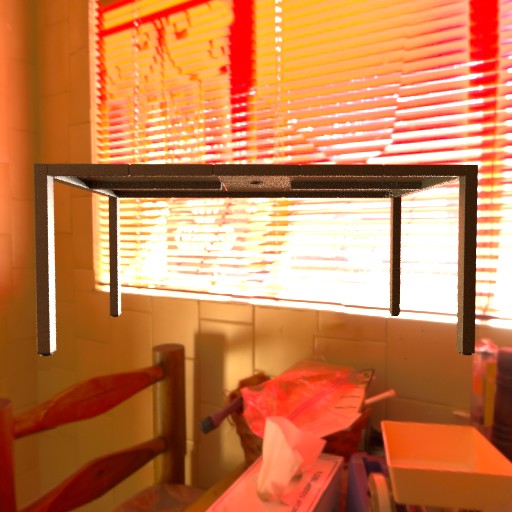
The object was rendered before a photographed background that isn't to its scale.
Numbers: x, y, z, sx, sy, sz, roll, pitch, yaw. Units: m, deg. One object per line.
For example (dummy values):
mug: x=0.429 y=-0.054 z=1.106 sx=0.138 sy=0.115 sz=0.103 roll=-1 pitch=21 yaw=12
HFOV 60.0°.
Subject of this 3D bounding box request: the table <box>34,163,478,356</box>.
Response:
table: x=0.000 y=0.000 z=2.141 sx=1.680 sy=0.735 sz=0.914 roll=0 pitch=2 yaw=0
